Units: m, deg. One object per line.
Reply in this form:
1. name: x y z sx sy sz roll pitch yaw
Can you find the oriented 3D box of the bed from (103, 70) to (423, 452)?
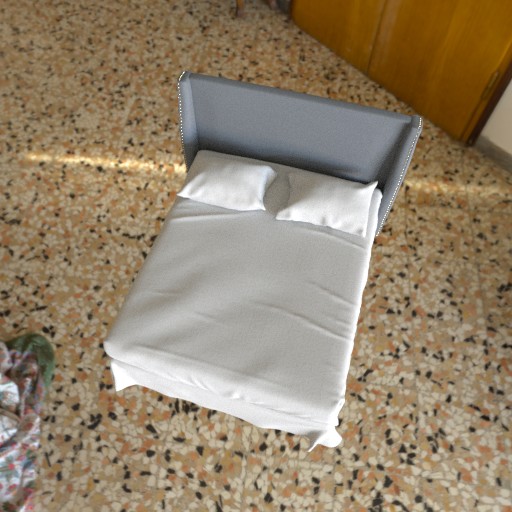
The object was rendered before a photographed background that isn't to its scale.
1. bed: 0.000 0.000 3.393 1.925 1.332 2.276 14 60 9
